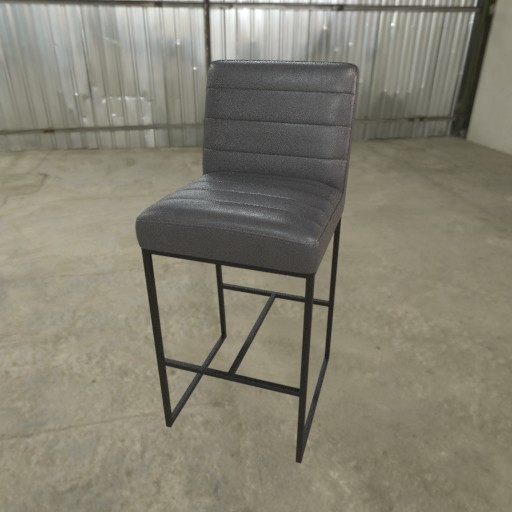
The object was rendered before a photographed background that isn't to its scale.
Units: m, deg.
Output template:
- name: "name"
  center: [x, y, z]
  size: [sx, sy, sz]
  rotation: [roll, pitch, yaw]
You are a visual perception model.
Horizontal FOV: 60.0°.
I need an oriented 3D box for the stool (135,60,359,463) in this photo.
- name: "stool"
  center: [0.000, 0.000, 1.318]
  size: [0.457, 1.040, 0.552]
  rotation: [8, 28, 16]
